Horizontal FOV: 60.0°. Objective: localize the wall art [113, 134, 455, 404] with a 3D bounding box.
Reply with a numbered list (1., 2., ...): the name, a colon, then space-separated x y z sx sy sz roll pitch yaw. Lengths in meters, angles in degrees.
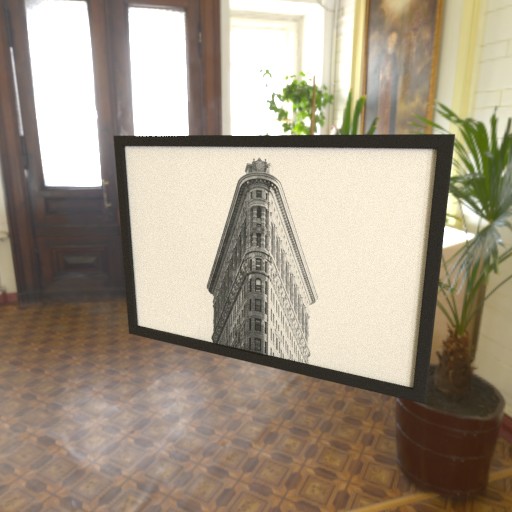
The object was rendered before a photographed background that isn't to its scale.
1. wall art: 0.000 0.000 1.253 0.964 0.659 0.049 8 17 26
